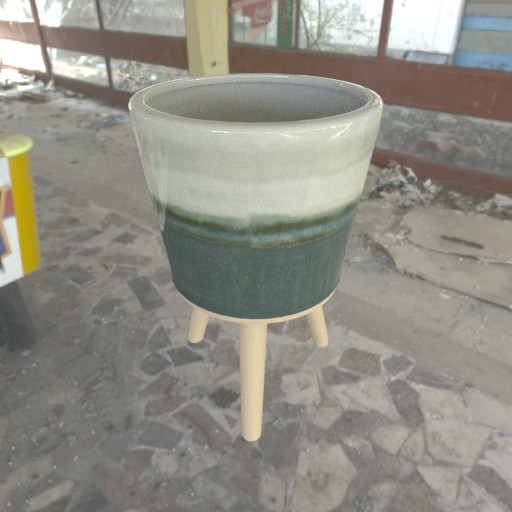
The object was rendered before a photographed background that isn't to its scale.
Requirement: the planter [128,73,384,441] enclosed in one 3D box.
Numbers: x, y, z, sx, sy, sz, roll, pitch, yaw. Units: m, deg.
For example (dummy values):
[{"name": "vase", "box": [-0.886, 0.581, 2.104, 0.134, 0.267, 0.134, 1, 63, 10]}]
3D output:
[{"name": "planter", "box": [0.000, 0.000, 0.471, 0.217, 0.331, 0.217, -8, 32, -12]}]
